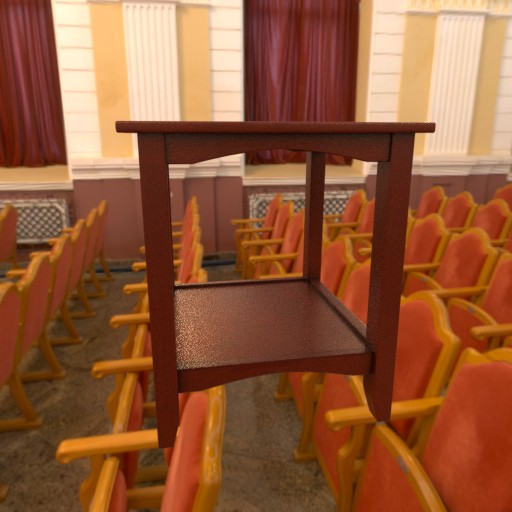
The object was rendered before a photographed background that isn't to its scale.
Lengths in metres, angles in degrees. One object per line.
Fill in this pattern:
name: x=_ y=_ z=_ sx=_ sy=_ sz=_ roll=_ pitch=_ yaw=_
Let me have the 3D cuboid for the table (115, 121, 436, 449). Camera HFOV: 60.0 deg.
table: x=0.000 y=0.000 z=0.984 sx=0.522 sy=0.558 sz=0.523 roll=-2 pitch=15 yaw=-8
